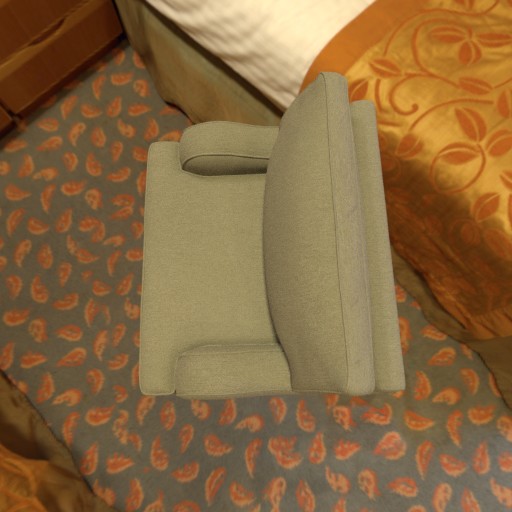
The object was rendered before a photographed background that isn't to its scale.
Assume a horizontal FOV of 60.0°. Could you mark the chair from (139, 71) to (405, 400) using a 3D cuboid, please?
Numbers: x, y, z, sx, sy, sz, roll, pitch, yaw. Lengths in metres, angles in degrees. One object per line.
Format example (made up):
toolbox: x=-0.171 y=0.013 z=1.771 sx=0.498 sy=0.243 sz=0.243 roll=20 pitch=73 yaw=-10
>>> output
chair: x=0.000 y=0.000 z=2.008 sx=1.041 sy=1.016 sz=1.220 roll=-2 pitch=75 yaw=0
